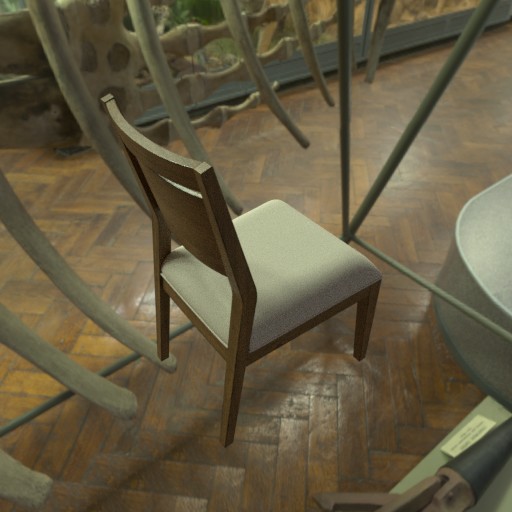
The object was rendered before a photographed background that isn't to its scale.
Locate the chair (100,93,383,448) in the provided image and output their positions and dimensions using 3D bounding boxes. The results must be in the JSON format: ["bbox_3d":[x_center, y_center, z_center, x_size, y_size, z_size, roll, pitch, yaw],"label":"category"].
[{"bbox_3d":[0.000,0.000,1.294,0.610,0.939,0.497,-26,47,-28],"label":"chair"}]
